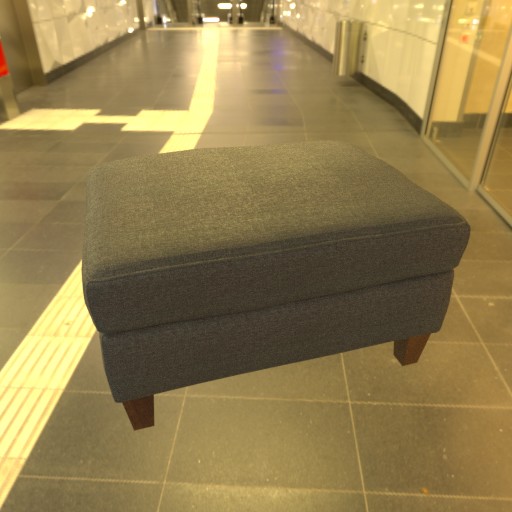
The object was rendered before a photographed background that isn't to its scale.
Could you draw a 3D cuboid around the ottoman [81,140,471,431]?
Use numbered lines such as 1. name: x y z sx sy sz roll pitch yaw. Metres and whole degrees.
1. ottoman: 0.000 0.000 1.208 0.826 0.496 0.639 -9 32 -14
